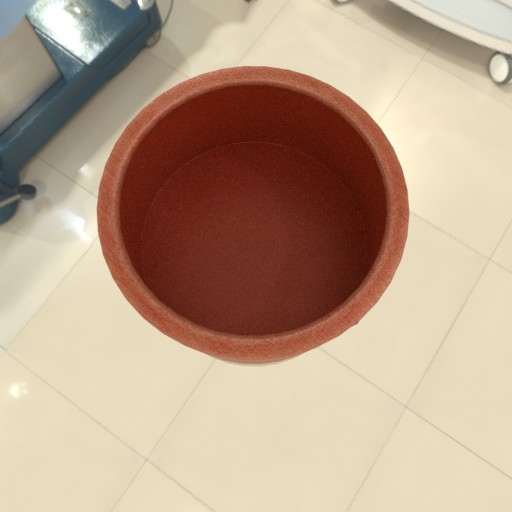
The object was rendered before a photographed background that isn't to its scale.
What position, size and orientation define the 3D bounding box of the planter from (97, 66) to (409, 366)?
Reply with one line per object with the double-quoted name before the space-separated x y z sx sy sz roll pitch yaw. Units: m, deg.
"planter" 0.000 0.000 0.705 0.354 0.465 0.345 40 79 10
